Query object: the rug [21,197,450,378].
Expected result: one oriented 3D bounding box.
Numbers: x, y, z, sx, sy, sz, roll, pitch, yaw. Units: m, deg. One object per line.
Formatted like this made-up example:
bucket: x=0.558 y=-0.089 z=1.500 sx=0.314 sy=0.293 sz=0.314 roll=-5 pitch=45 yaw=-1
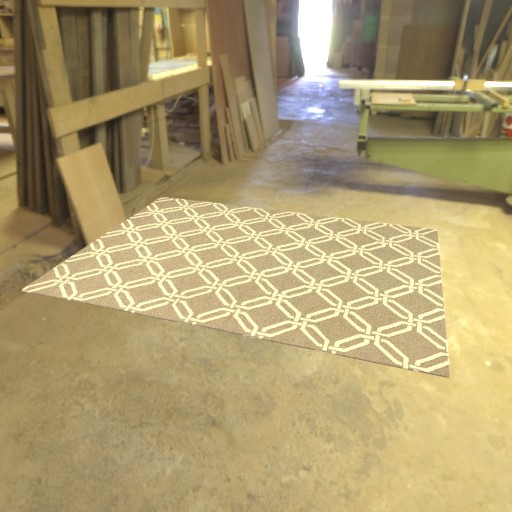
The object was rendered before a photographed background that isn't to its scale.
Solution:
rug: x=0.000 y=0.000 z=4.326 sx=3.419 sy=0.020 sz=2.441 roll=9 pitch=29 yaw=16
